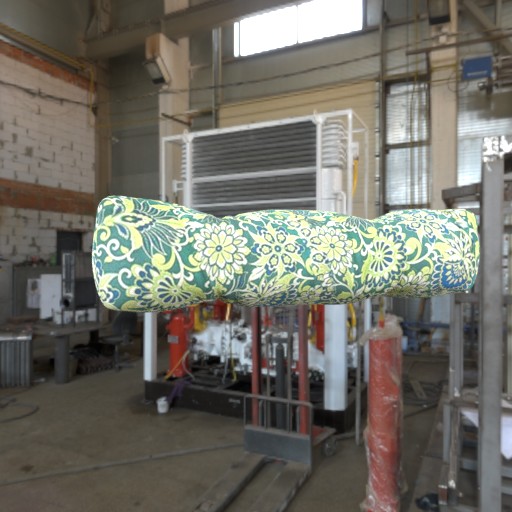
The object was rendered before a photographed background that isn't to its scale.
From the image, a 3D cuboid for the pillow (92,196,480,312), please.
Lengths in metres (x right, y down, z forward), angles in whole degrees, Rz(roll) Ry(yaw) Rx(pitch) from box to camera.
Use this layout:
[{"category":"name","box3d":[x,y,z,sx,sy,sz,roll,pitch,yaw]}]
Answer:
[{"category":"pillow","box3d":[0.000,0.000,0.719,0.490,0.128,0.468,0,0,-19]}]
